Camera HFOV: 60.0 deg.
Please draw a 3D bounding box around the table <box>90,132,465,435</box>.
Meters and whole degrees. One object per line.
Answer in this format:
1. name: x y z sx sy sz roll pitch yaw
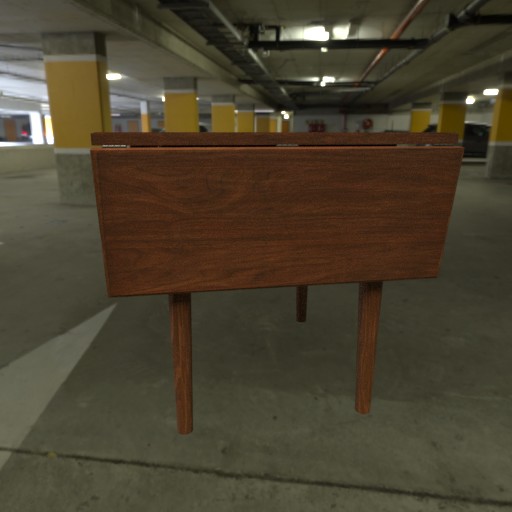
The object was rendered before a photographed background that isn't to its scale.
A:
1. table: 0.000 0.000 1.425 0.812 0.763 0.843 -3 16 -10
